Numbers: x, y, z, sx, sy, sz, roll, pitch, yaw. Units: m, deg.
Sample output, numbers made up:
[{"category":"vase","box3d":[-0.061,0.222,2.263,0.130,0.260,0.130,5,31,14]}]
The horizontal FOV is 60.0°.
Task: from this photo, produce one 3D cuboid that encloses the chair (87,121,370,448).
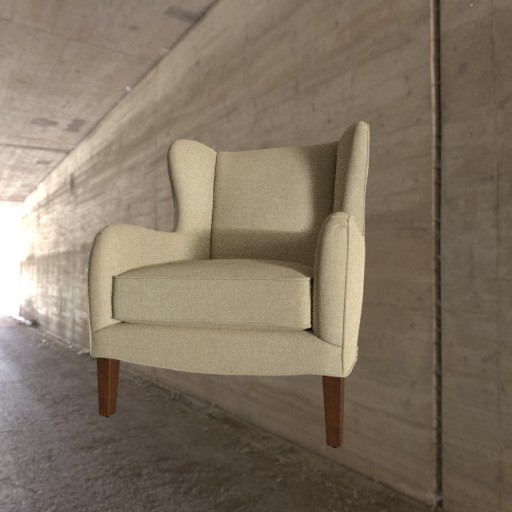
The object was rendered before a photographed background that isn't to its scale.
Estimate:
[{"category":"chair","box3d":[0.000,0.000,1.699,0.838,1.040,0.966,0,-1,19]}]
